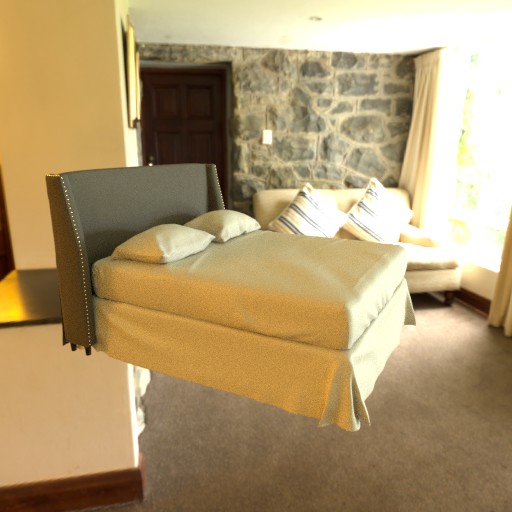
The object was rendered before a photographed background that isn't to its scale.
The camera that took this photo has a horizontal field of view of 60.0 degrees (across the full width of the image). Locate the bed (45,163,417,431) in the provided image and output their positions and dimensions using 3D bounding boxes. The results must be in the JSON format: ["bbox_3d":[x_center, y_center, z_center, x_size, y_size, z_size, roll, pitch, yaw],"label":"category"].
[{"bbox_3d":[0.000,0.000,3.461,2.276,1.332,1.925,8,16,27],"label":"bed"}]
